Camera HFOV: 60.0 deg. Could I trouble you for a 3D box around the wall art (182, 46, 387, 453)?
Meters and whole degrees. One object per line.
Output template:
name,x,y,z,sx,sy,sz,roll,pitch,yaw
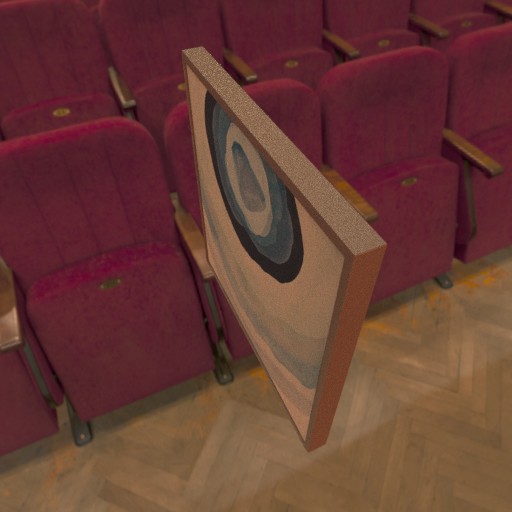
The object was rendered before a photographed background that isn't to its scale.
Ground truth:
wall art,0.000,0.000,0.520,0.028,0.349,0.349,-19,50,-17
